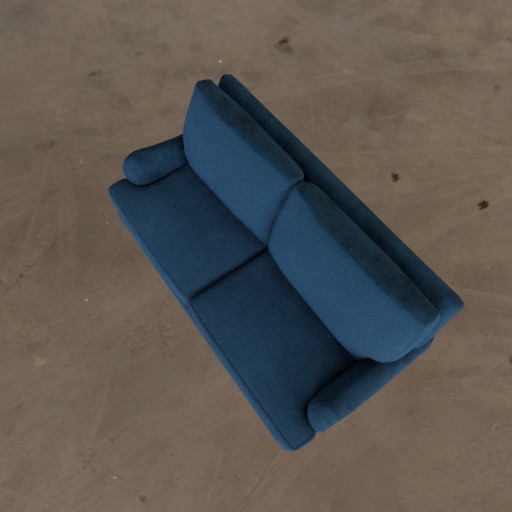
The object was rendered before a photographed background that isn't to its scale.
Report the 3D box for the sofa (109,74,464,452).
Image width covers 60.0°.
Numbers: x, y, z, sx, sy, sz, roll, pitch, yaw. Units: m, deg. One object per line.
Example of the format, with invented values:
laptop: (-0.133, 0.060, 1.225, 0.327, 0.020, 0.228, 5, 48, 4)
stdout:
sofa: (0.000, 0.000, 2.816, 1.084, 1.101, 2.141, -33, 67, -16)
